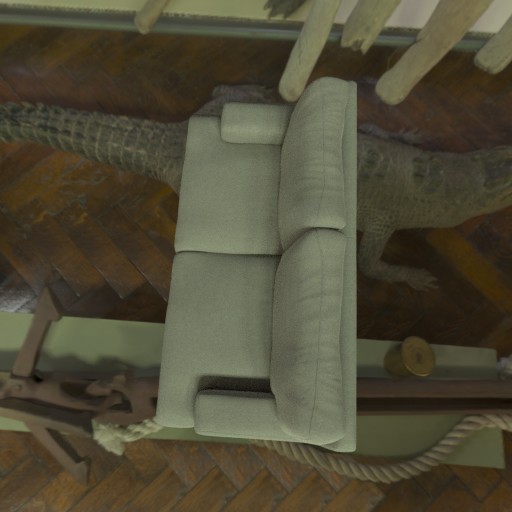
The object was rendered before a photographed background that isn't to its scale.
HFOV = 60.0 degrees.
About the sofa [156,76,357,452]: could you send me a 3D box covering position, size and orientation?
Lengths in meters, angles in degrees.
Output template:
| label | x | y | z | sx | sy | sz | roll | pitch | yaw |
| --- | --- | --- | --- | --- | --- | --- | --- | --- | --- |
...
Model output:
| label | x | y | z | sx | sy | sz | roll | pitch | yaw |
| --- | --- | --- | --- | --- | --- | --- | --- | --- | --- |
| sofa | 0.000 | 0.000 | 2.413 | 0.962 | 0.980 | 1.855 | 3 | 75 | 1 |
